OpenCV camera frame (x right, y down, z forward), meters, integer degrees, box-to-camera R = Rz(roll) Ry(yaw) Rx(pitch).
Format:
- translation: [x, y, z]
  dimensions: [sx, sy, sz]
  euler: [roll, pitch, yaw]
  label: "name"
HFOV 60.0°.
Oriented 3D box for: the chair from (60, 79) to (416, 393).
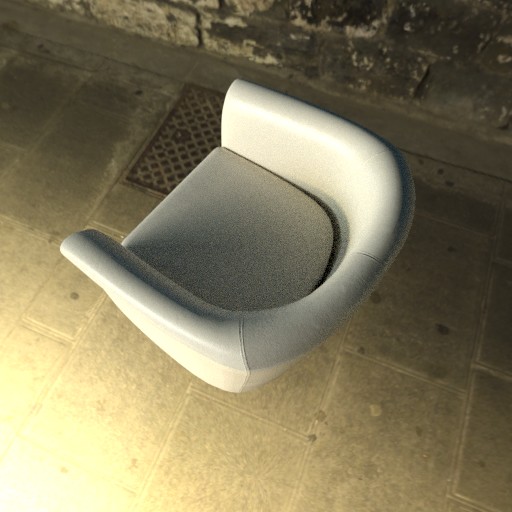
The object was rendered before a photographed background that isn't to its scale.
- translation: [0.000, 0.000, 1.402]
  dimensions: [0.727, 0.756, 0.792]
  euler: [34, 68, 16]
  label: "chair"
